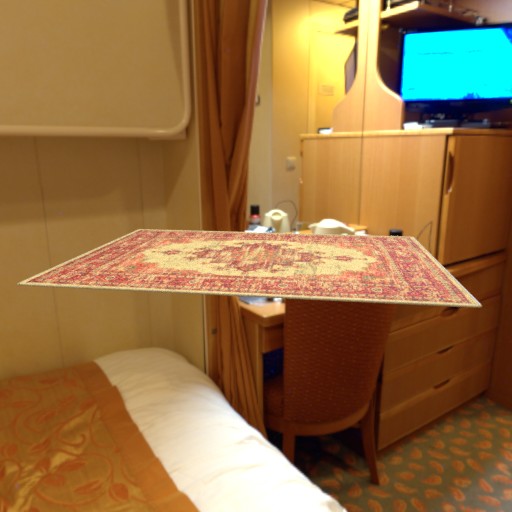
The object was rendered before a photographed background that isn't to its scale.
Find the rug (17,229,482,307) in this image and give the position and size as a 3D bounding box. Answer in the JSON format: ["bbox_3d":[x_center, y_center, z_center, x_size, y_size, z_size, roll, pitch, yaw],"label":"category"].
[{"bbox_3d":[0.000,0.000,3.658,2.878,0.014,2.005,2,14,8],"label":"rug"}]
